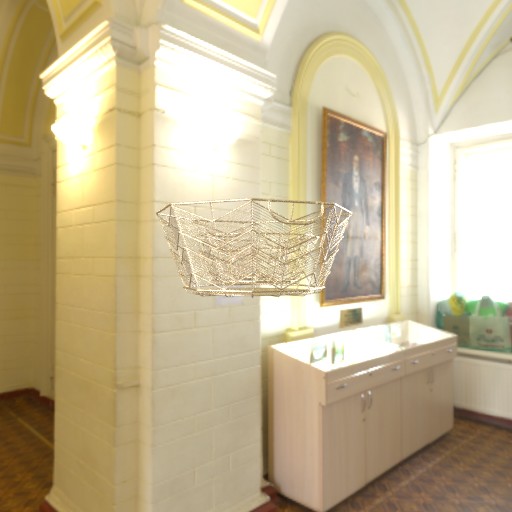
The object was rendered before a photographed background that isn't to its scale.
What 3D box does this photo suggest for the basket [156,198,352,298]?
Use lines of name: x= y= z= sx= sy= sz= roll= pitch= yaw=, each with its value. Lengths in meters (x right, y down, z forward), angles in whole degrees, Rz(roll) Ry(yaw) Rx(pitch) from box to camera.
basket: x=0.000 y=0.000 z=1.381 sx=0.432 sy=0.178 sz=1.246 roll=0 pitch=-1 yaw=1
